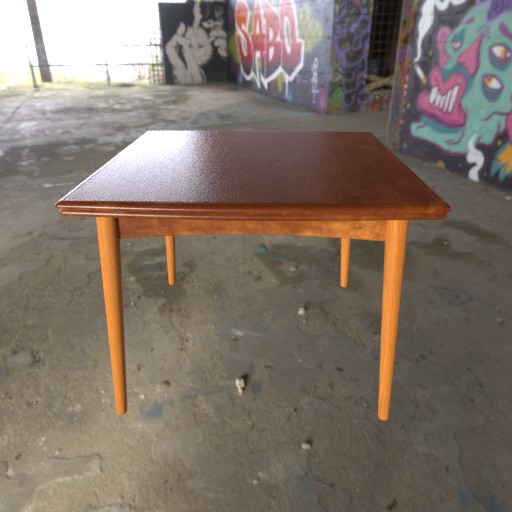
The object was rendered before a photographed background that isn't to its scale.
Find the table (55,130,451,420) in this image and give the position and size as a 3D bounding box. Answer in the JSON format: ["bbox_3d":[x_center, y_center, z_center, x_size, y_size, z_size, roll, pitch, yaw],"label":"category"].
[{"bbox_3d":[0.000,0.000,1.685,0.991,0.754,0.991,1,26,1],"label":"table"}]
